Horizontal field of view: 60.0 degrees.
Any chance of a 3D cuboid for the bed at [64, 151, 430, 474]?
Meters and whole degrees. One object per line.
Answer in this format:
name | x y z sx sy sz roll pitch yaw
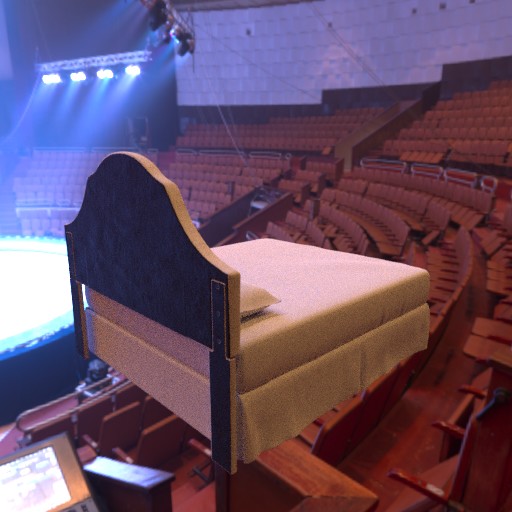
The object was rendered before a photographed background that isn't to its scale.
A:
bed | 0.000 0.000 3.515 2.214 1.615 2.008 -13 18 -42
